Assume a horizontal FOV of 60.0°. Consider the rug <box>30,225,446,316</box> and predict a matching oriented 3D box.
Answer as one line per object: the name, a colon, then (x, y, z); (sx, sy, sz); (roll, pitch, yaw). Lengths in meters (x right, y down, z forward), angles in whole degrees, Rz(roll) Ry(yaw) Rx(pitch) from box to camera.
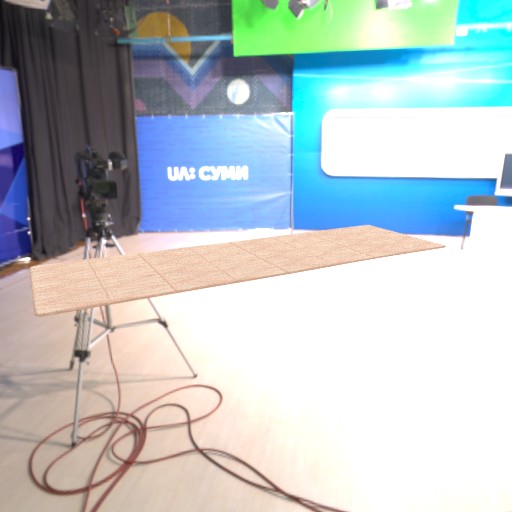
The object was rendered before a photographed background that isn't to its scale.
rug: (0.000, 0.000, 2.674); (2.435, 0.015, 0.760); (-8, 18, -27)
